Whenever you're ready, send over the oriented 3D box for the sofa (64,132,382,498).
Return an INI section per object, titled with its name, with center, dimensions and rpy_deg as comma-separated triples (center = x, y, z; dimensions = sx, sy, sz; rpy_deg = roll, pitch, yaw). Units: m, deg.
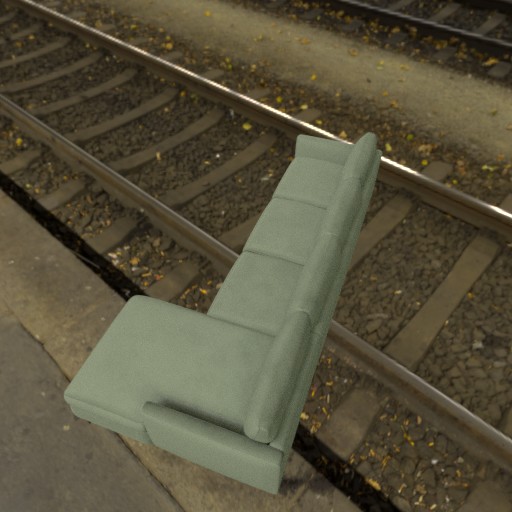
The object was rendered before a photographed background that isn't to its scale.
[sofa]
center = 0.000, 0.000, 3.123
dimensions = 1.255, 0.756, 2.725
rpy_deg = 16, 49, 14
